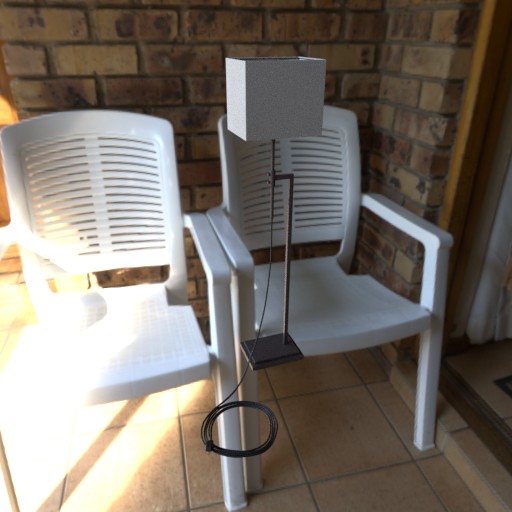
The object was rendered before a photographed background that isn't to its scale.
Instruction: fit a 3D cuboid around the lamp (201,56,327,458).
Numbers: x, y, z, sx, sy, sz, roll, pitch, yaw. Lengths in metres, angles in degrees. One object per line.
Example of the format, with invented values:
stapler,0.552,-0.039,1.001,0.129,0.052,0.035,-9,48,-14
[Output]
lamp,0.000,0.000,1.997,0.698,1.600,0.774,-9,28,-17
